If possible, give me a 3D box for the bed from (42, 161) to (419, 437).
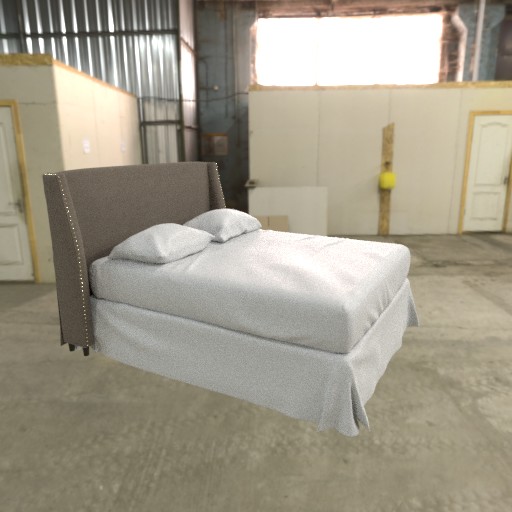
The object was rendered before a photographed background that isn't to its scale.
[{"bbox_3d":[0.000,0.000,3.413,2.276,1.332,1.925,8,17,28],"label":"bed"}]
